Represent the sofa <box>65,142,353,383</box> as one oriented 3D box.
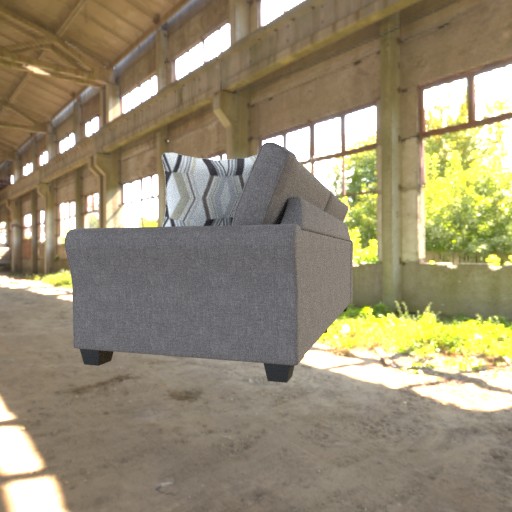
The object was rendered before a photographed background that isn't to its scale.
[{"bbox_3d":[0.000,0.000,2.471,0.889,0.813,2.032,0,1,17],"label":"sofa"}]
